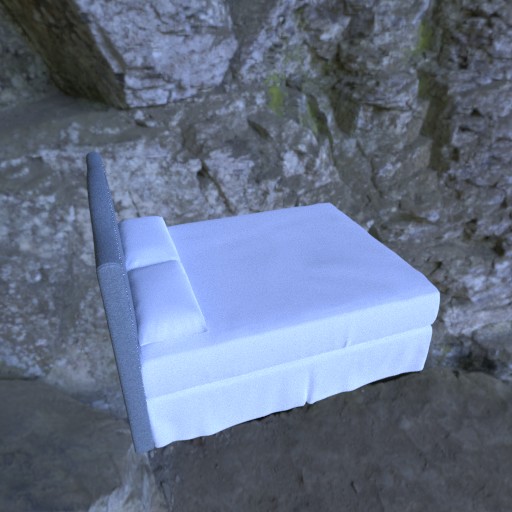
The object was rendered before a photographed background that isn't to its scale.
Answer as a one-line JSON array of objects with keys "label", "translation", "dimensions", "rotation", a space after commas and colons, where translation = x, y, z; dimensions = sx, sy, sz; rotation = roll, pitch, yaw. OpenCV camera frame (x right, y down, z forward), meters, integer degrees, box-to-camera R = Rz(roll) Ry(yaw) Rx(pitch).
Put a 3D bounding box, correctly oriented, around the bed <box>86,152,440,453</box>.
[{"label": "bed", "translation": [0.000, 0.000, 3.279], "dimensions": [2.143, 1.460, 1.753], "rotation": [-10, 32, -17]}]
